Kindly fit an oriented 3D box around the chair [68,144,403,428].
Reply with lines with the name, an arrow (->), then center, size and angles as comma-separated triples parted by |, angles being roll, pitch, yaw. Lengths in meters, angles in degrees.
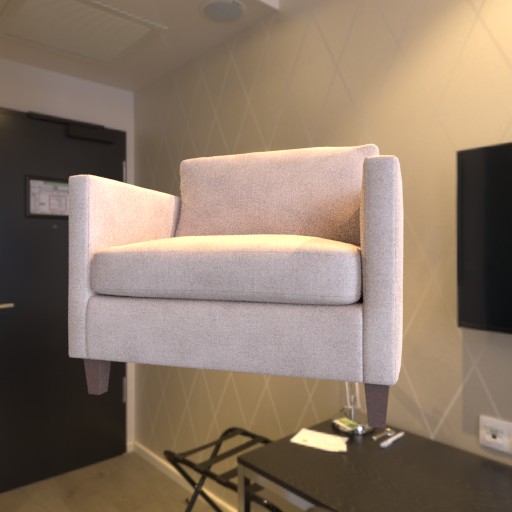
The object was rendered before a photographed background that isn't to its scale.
chair -> 0.000, 0.000, 1.801 | 1.133, 0.961, 0.959 | 0, 0, 18
